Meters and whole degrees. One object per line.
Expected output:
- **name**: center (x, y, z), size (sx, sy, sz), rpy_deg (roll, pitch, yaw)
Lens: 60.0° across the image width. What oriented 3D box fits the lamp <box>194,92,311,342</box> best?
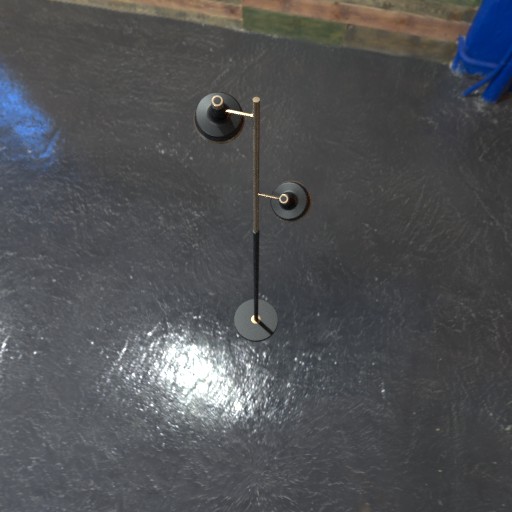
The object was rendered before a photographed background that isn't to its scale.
- **lamp**: center (0.000, 0.000, 1.801), size (0.351, 1.674, 0.253), rpy_deg (13, 64, 7)
